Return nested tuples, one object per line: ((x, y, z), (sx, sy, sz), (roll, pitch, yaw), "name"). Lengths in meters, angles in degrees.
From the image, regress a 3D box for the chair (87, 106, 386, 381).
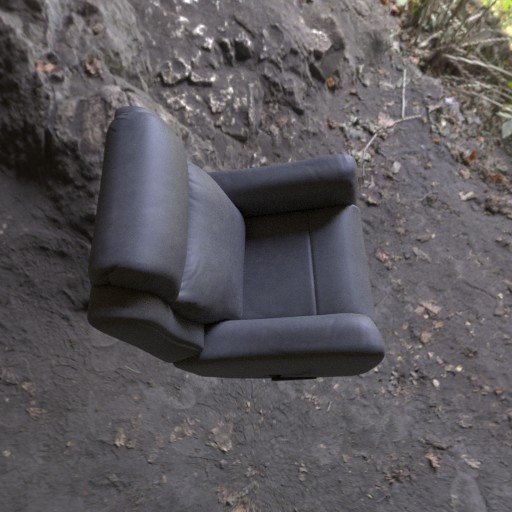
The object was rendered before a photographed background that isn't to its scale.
((0.000, 0.000, 1.910), (1.068, 1.116, 0.967), (-1, 65, -1), "chair")
